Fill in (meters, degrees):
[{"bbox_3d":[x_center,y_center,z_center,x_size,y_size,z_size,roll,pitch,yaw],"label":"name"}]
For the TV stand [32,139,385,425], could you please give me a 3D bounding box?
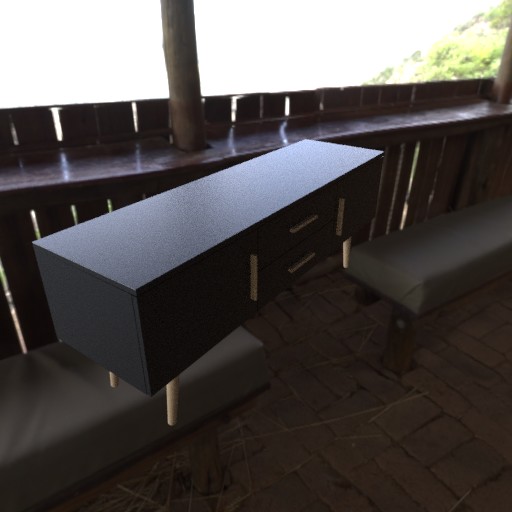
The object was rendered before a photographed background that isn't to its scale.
[{"bbox_3d":[0.000,0.000,1.563,0.390,0.518,1.312,19,33,31],"label":"TV stand"}]
